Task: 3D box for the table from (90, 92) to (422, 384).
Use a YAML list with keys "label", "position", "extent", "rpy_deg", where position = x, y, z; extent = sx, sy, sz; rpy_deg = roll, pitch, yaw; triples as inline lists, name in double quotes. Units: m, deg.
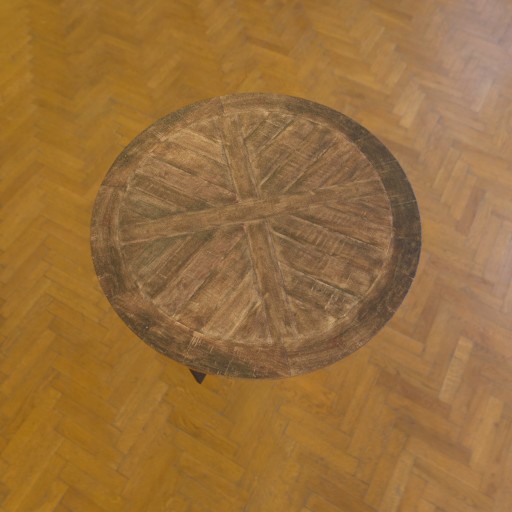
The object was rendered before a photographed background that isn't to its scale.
- label: "table"
  position: [0.000, 0.000, 2.049]
  extent: [1.264, 0.762, 1.264]
  rpy_deg: [0, 63, 0]
